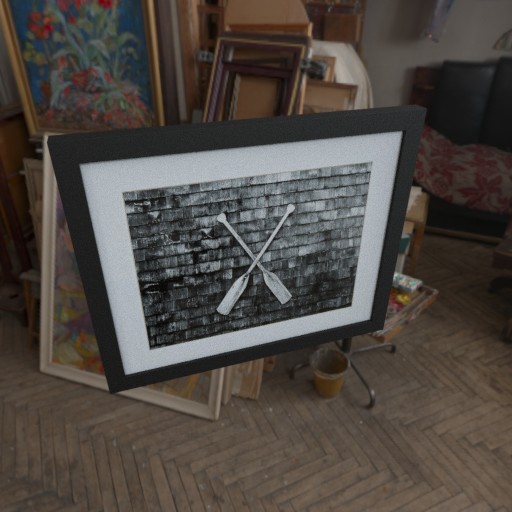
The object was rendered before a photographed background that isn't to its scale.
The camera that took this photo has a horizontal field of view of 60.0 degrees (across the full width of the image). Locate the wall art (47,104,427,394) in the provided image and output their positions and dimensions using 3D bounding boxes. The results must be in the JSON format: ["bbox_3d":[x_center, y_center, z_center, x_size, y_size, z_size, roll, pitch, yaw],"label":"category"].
[{"bbox_3d":[0.000,0.000,0.757,0.558,0.457,0.029,-10,33,-15],"label":"wall art"}]
